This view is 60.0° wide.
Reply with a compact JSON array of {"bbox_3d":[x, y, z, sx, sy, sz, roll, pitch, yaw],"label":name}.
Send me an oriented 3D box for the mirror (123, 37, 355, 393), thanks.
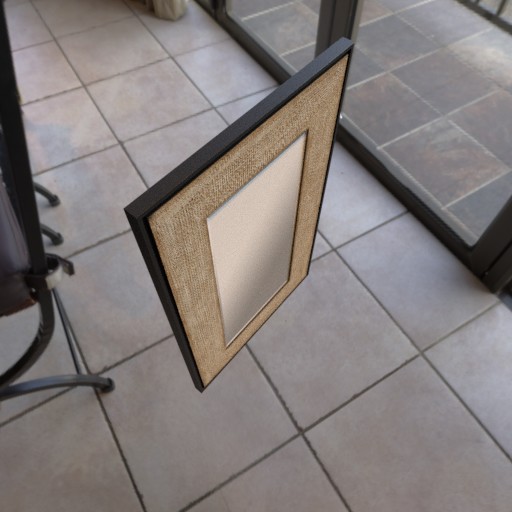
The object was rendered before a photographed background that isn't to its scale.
[{"bbox_3d":[0.000,0.000,1.531,0.038,1.219,0.762,35,64,20],"label":"mirror"}]
